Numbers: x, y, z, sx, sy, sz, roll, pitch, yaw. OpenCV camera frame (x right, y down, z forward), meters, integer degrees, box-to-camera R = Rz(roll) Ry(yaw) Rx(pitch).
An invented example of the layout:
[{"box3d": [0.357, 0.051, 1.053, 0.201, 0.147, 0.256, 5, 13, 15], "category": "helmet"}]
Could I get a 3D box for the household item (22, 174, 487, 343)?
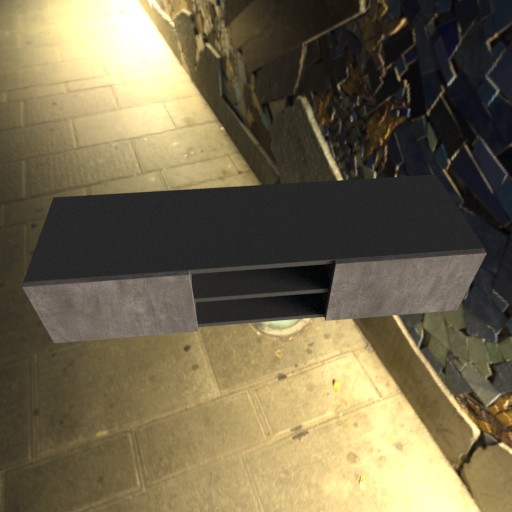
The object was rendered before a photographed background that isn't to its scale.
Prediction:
[{"box3d": [0.000, 0.000, 1.582, 1.400, 0.310, 0.420, -4, 45, -4], "category": "household item"}]
